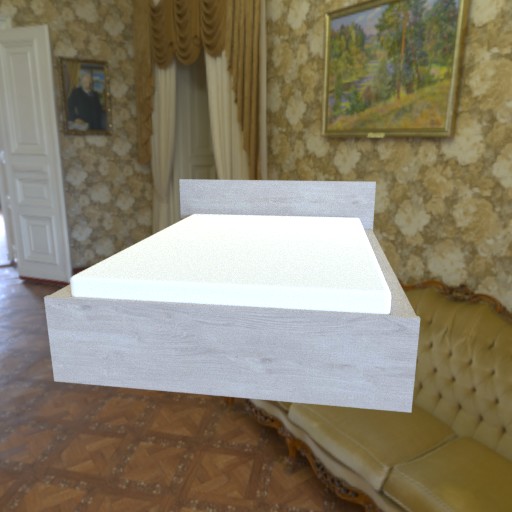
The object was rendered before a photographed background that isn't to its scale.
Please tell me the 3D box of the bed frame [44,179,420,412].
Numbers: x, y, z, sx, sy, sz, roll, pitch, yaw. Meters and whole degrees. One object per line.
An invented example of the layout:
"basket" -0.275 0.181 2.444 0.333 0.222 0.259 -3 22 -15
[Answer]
"bed frame" 0.000 0.000 2.814 1.622 0.800 1.960 2 14 9
